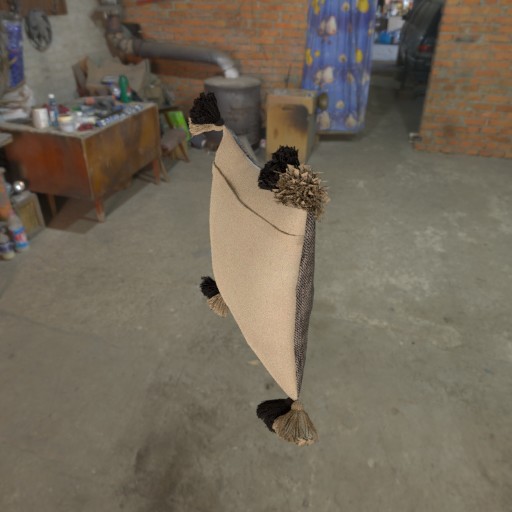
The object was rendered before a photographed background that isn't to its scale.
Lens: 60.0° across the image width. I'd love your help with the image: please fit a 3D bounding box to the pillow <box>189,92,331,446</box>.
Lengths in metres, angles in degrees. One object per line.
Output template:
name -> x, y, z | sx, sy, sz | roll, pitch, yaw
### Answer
pillow -> 0.000, 0.000, 1.024 | 0.170, 0.659, 0.654 | -11, 32, -18
